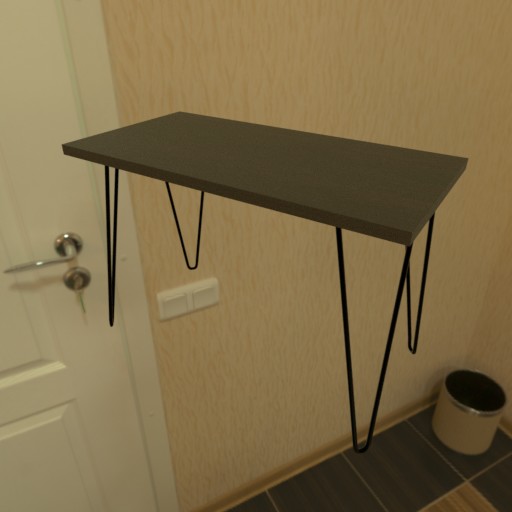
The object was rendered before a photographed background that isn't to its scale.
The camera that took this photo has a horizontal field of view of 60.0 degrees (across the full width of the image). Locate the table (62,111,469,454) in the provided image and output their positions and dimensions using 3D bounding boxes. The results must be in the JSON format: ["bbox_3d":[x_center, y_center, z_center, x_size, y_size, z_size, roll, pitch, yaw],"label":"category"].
[{"bbox_3d":[0.000,0.000,1.369,0.991,0.660,0.499,18,35,28],"label":"table"}]
